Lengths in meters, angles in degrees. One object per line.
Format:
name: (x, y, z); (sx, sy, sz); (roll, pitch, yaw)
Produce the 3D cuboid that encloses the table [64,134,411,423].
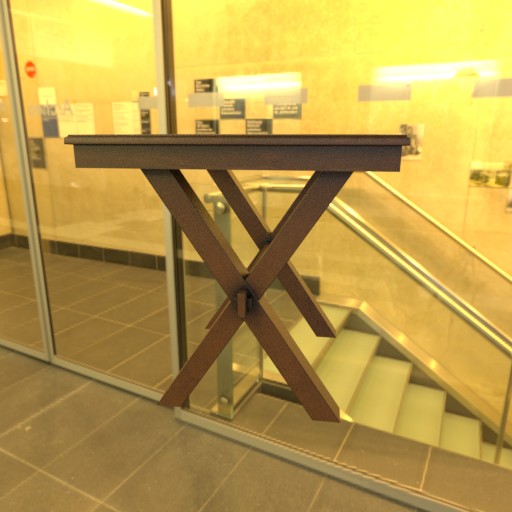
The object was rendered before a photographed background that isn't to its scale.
table: (0.000, 0.000, 1.062); (0.560, 0.562, 0.602); (2, 16, 8)
